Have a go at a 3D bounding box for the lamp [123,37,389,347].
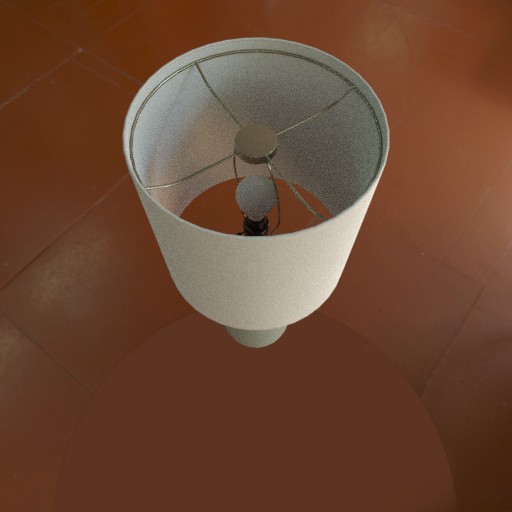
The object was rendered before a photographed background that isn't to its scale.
[{"bbox_3d":[0.000,0.000,0.580,0.220,0.475,0.220,-17,64,-9],"label":"lamp"}]
